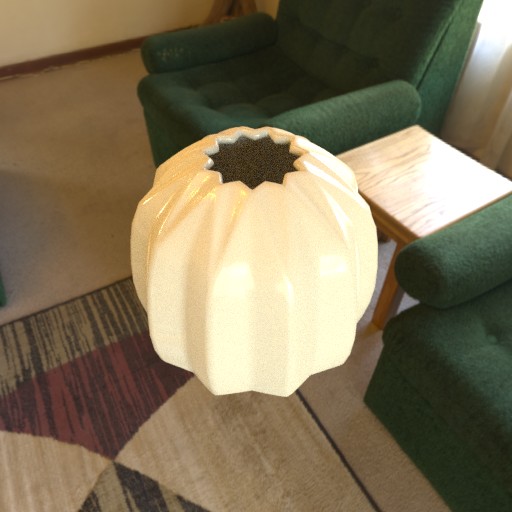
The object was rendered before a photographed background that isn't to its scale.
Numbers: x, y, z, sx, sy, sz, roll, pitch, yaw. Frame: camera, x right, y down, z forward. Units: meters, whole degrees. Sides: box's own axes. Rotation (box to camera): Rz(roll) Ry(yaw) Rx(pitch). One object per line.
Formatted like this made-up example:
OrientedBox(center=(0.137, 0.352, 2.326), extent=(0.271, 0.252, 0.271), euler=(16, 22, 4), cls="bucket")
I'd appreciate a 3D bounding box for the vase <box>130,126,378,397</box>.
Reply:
OrientedBox(center=(0.000, 0.000, 0.251), extent=(0.139, 0.134, 0.139), euler=(0, 47, 0), cls="vase")
